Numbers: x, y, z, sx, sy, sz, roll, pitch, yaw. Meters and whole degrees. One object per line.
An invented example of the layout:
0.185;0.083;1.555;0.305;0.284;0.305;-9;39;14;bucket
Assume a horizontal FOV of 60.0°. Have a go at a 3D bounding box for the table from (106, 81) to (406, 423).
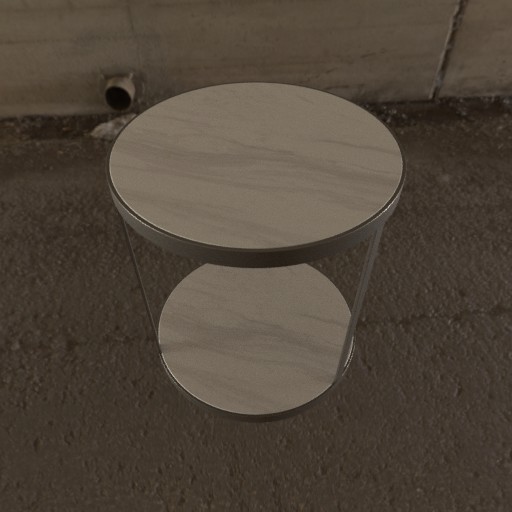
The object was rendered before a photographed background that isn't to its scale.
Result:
0.000;0.000;0.845;0.445;0.479;0.445;0;46;0;table
